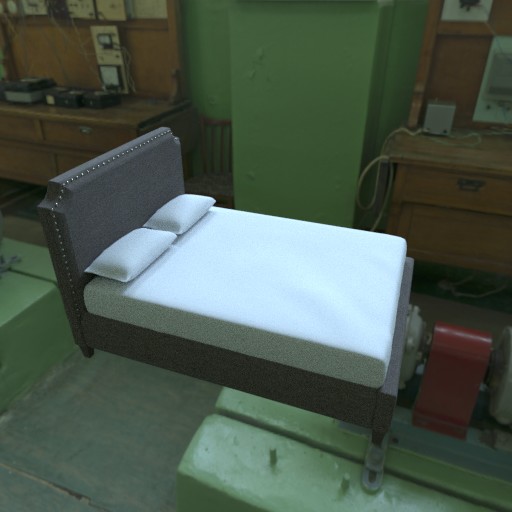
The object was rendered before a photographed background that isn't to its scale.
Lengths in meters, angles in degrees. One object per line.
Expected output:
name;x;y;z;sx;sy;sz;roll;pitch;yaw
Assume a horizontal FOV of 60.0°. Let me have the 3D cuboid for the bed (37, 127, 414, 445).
bed;0.000;0.000;3.481;2.381;1.457;1.713;11;33;17
